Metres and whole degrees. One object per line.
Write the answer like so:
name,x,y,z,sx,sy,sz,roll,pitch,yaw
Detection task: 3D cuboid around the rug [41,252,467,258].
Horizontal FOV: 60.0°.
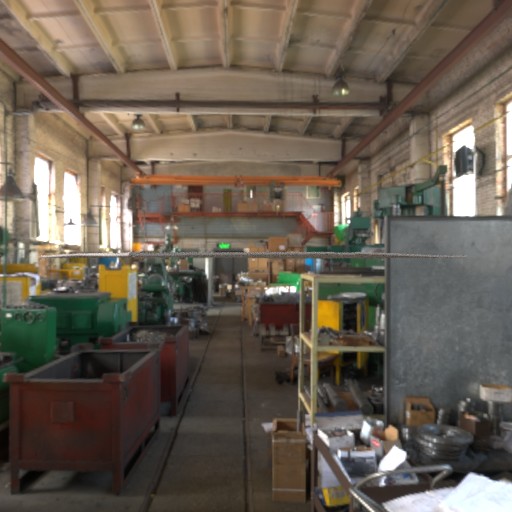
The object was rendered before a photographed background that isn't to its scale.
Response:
rug,0.000,0.000,2.912,2.307,0.030,1.604,0,-1,-36
